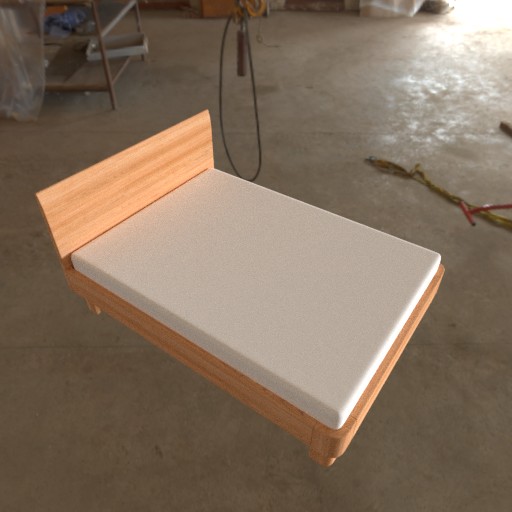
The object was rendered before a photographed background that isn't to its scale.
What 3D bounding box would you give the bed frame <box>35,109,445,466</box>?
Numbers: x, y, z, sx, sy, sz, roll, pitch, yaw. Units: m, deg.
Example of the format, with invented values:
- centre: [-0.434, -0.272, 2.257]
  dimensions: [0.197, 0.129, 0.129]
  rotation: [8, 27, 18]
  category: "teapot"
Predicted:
- centre: [0.000, 0.000, 2.786]
  dimensions: [1.992, 0.940, 1.472]
  rotation: [25, 46, 26]
  category: "bed frame"
